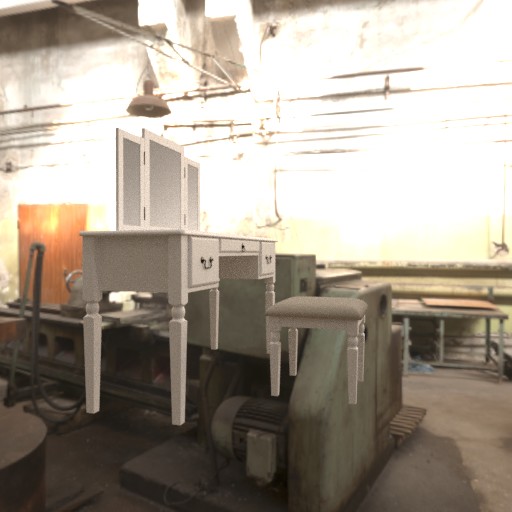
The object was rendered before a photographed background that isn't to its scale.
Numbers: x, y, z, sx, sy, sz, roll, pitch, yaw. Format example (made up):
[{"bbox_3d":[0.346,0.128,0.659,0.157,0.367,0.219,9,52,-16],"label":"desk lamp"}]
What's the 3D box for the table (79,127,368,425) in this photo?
[{"bbox_3d":[0.000,0.000,2.311,1.115,1.310,1.369,0,1,18],"label":"table"}]
